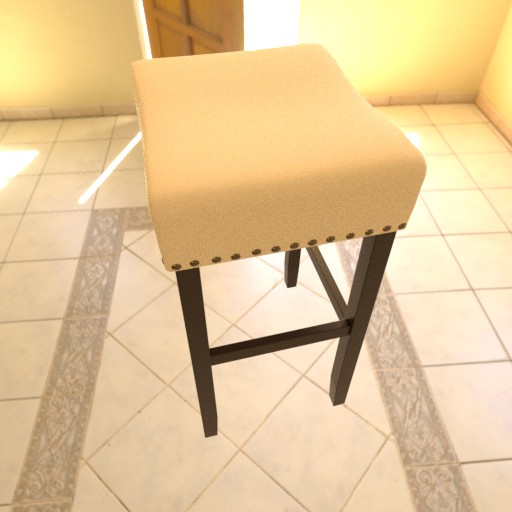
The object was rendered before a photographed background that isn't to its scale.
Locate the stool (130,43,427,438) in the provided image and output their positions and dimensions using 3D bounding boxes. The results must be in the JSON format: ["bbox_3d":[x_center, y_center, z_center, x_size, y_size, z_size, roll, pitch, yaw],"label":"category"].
[{"bbox_3d":[0.000,0.000,1.015,0.401,0.762,0.471,-10,47,-10],"label":"stool"}]
